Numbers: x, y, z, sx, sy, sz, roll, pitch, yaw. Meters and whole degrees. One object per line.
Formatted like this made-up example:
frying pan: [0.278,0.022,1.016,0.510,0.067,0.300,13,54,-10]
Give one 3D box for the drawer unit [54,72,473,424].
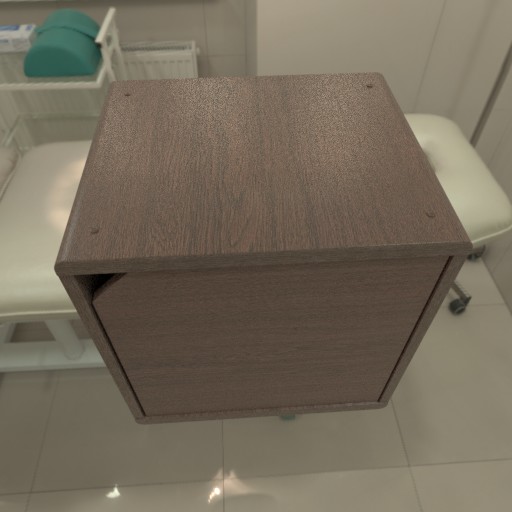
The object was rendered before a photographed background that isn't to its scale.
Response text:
drawer unit: [0.000,0.000,0.578,0.344,0.344,0.290,-3,49,-3]
